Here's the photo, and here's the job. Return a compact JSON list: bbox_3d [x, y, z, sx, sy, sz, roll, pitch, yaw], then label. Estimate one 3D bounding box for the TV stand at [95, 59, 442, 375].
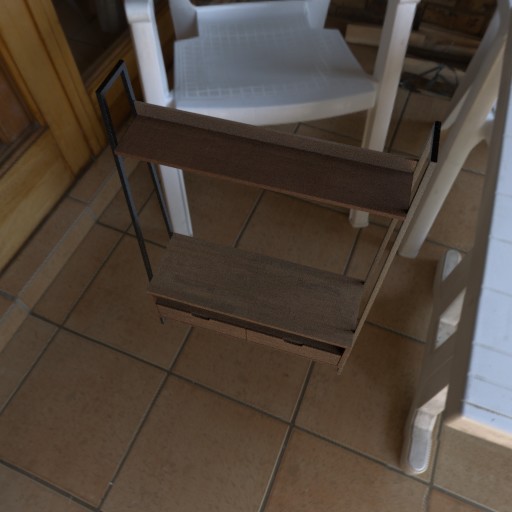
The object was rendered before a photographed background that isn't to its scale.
[{"bbox_3d":[0.000,0.000,2.312,1.250,1.772,0.432,14,60,9],"label":"TV stand"}]
